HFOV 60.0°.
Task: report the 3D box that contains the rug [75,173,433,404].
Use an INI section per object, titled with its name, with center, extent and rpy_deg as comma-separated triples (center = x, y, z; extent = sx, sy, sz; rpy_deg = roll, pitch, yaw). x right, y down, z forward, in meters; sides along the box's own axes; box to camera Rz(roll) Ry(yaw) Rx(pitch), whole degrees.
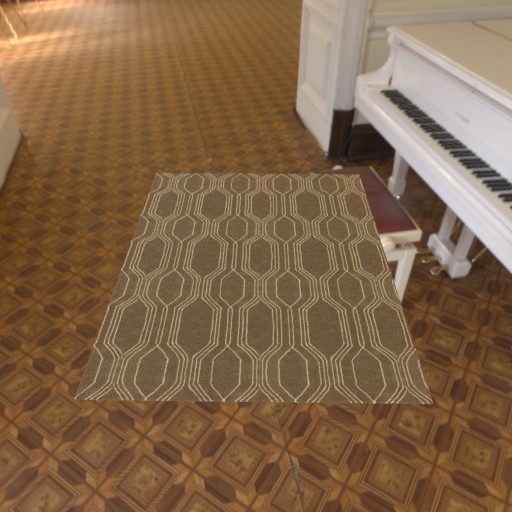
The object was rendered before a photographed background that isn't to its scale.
[rug]
center = 0.000, 0.000, 4.193
extent = 2.457, 0.012, 3.062
rpy_deg = 0, 41, 1
